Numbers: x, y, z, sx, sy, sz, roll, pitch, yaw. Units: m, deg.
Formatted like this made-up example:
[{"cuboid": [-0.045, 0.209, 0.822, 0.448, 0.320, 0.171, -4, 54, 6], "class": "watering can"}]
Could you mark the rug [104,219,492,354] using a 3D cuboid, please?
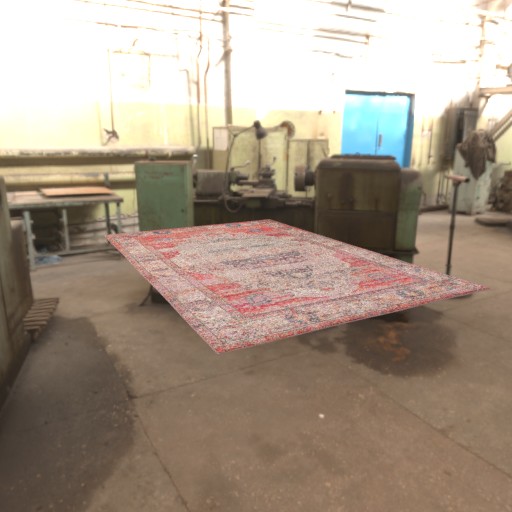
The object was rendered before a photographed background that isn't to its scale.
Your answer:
[{"cuboid": [0.000, 0.000, 2.317, 1.219, 0.006, 1.829, -8, 17, -27], "class": "rug"}]
